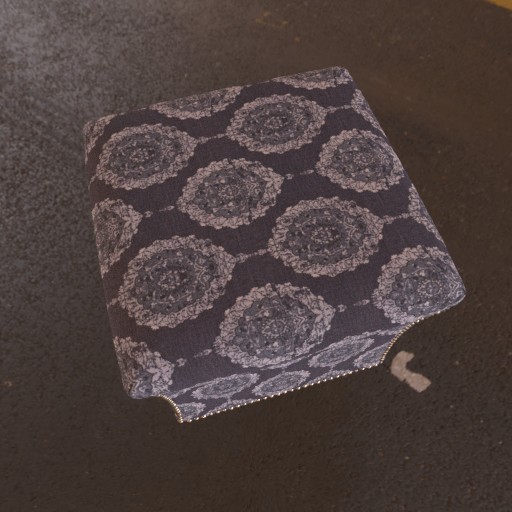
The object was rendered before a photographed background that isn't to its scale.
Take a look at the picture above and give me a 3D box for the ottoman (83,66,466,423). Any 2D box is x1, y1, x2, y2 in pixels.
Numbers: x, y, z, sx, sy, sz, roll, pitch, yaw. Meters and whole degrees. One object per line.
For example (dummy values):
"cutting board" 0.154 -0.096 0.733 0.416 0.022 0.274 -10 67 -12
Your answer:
"ottoman" 0.000 0.000 0.871 0.507 0.475 0.497 -14 65 -7
